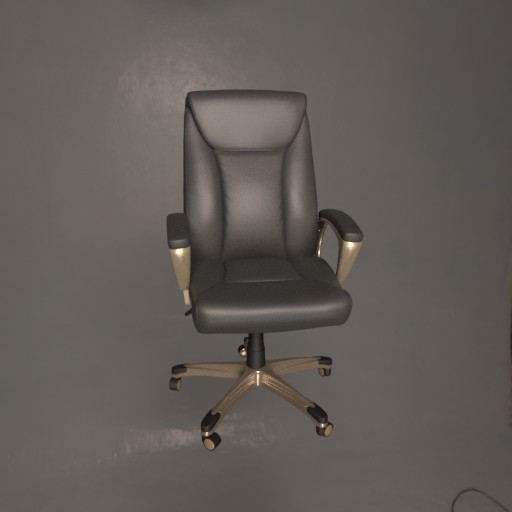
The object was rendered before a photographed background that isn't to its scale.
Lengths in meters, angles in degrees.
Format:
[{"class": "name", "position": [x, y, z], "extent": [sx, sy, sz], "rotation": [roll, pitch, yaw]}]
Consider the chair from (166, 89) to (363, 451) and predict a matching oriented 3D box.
[{"class": "chair", "position": [0.000, 0.000, 1.620], "extent": [0.694, 1.188, 0.748], "rotation": [-2, 16, -8]}]
